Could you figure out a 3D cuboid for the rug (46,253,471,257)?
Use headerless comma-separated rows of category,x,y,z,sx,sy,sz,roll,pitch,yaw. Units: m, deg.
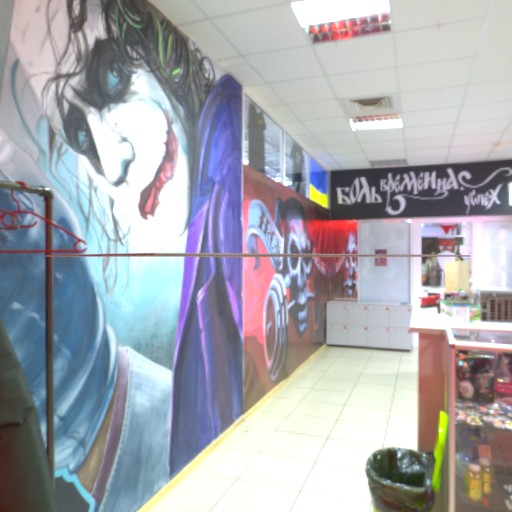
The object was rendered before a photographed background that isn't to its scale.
rug,0.000,0.000,3.842,2.895,0.018,2.288,0,0,-37
